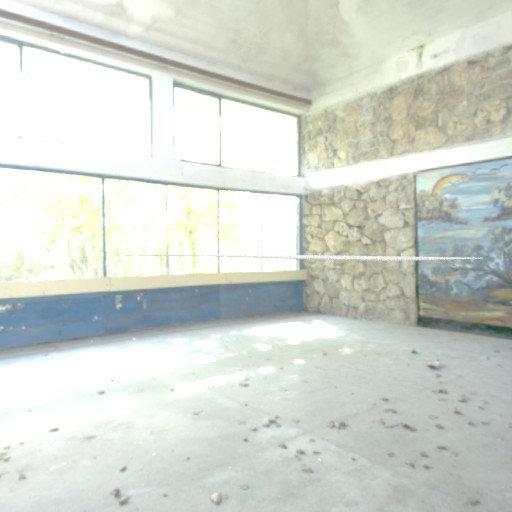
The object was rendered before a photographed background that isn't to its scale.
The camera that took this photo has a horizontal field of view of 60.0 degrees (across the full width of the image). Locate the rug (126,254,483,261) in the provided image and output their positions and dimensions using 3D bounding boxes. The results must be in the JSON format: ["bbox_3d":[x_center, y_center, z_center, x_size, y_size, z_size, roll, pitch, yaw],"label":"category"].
[{"bbox_3d":[0.000,0.000,2.643,0.712,0.013,2.346,0,1,-37],"label":"rug"}]
